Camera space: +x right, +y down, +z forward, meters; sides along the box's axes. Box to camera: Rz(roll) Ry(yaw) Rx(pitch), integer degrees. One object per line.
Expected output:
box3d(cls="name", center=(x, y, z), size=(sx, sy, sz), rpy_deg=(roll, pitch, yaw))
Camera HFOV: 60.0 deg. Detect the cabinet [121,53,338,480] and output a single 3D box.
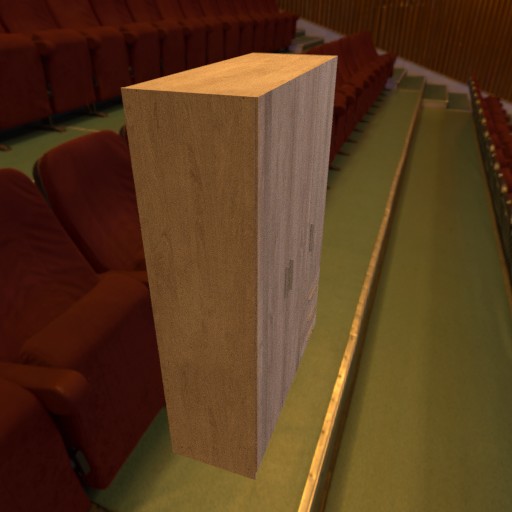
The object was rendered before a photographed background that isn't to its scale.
box3d(cls="cabinet", center=(0.000, 0.000, 2.431), size=(0.510, 1.910, 1.290), rpy_deg=(10, 31, 17))
